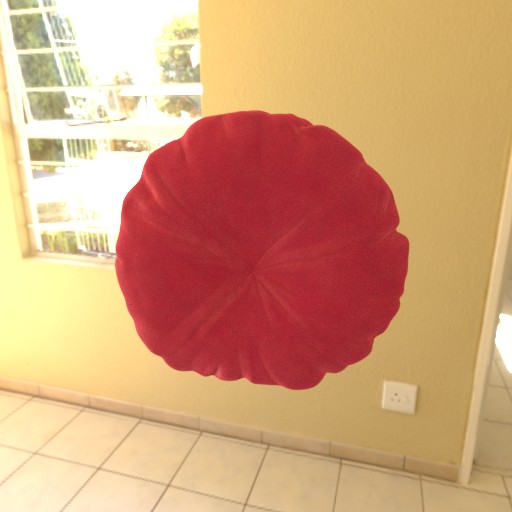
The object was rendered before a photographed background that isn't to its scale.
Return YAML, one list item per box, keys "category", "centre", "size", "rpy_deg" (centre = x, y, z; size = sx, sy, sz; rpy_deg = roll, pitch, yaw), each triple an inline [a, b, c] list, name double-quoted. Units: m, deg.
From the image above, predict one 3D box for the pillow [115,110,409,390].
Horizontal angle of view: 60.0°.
- category: "pillow"
  centre: [0.000, 0.000, 0.651]
  size: [0.428, 0.407, 0.148]
  rpy_deg: [2, 17, 7]
